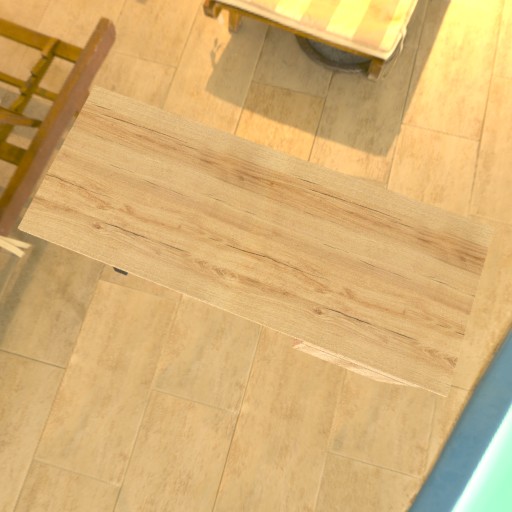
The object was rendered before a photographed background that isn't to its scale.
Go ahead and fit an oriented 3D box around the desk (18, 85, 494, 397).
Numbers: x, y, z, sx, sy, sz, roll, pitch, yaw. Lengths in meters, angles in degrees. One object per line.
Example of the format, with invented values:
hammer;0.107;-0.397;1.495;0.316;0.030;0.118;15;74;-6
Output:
desk;0.000;0.000;1.767;1.400;0.760;0.550;21;77;5
